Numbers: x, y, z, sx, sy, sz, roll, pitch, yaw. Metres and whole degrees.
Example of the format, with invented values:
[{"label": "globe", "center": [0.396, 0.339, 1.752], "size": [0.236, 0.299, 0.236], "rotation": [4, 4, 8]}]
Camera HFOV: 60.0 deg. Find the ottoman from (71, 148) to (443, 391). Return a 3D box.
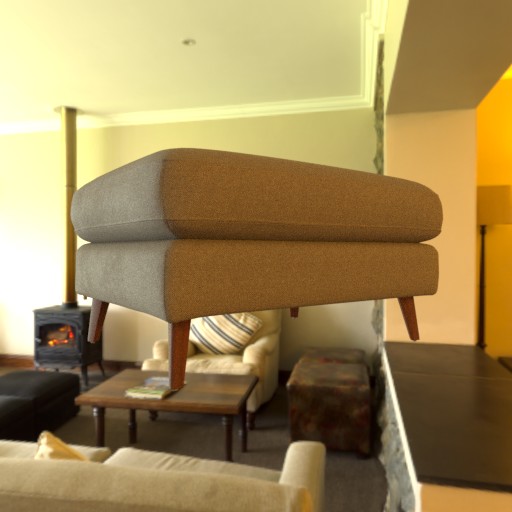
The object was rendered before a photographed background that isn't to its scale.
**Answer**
[{"label": "ottoman", "center": [0.000, 0.000, 1.154], "size": [0.811, 0.449, 0.608], "rotation": [-1, 1, -36]}]
